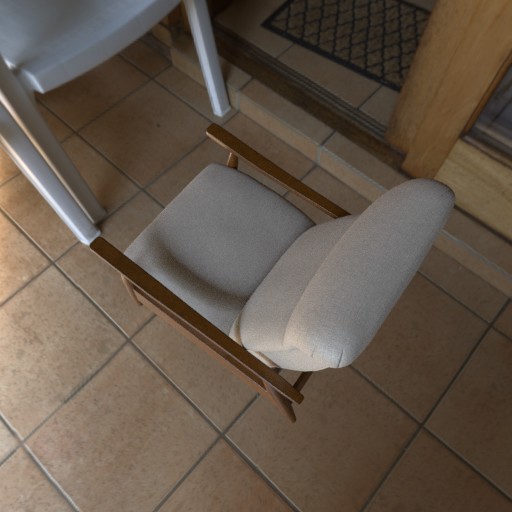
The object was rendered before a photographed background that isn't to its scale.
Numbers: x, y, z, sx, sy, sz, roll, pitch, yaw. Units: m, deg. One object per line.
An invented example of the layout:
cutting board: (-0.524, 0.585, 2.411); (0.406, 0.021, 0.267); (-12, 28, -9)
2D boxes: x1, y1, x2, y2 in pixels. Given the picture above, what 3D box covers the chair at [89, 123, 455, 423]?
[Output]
chair: (0.000, 0.000, 1.757); (1.030, 1.082, 0.762); (34, 69, 15)
